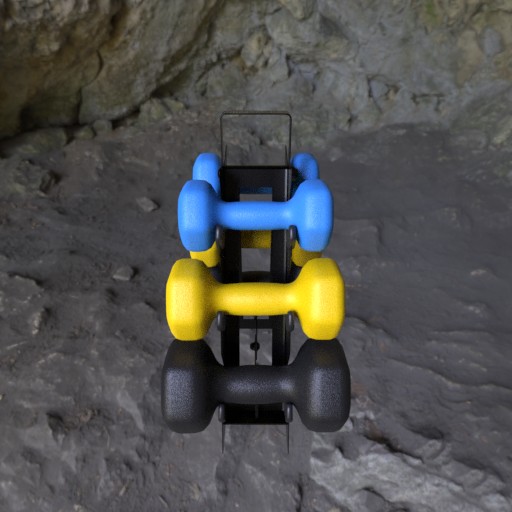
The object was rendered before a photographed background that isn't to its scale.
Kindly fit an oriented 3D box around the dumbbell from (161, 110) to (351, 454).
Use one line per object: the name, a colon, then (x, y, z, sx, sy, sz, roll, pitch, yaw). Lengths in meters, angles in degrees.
dumbbell: (0.000, 0.000, 0.682, 0.255, 0.426, 0.409, 0, 27, 0)
